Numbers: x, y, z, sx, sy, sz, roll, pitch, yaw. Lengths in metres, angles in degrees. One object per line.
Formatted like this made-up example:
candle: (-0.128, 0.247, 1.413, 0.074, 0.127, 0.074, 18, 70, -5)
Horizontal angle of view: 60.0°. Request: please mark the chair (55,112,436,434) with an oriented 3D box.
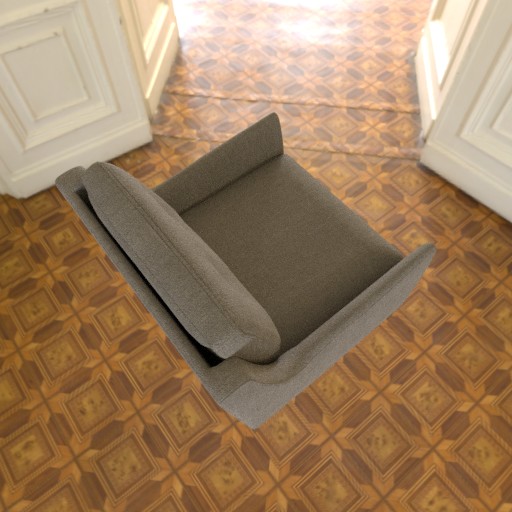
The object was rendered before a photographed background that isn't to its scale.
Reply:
chair: (0.000, 0.000, 1.536, 0.849, 0.828, 0.847, -35, 65, -19)
